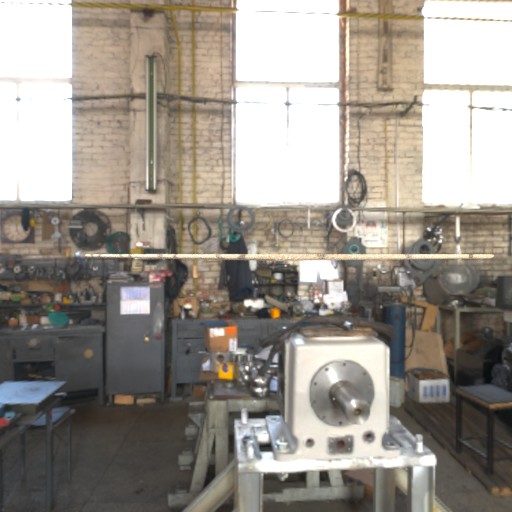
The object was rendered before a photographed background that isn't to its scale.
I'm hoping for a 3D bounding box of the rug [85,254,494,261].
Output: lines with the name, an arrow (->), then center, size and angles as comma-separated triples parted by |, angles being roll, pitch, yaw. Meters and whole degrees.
rug -> 0.000, 0.000, 3.375 | 1.801, 0.026, 2.701 | 0, 0, -36
